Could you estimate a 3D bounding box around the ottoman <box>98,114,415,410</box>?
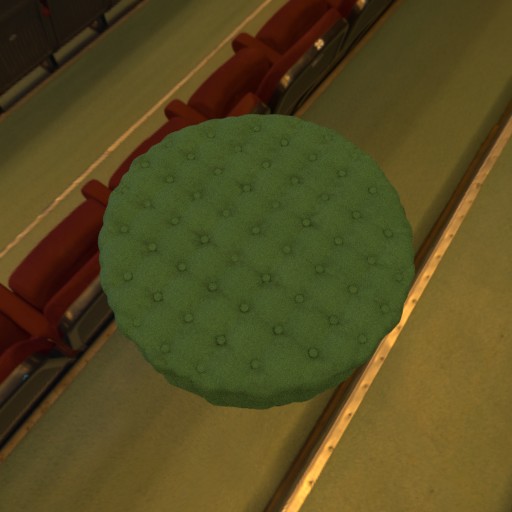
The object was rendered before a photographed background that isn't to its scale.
[{"bbox_3d":[0.000,0.000,1.525,0.998,0.399,0.998,0,65,0],"label":"ottoman"}]
